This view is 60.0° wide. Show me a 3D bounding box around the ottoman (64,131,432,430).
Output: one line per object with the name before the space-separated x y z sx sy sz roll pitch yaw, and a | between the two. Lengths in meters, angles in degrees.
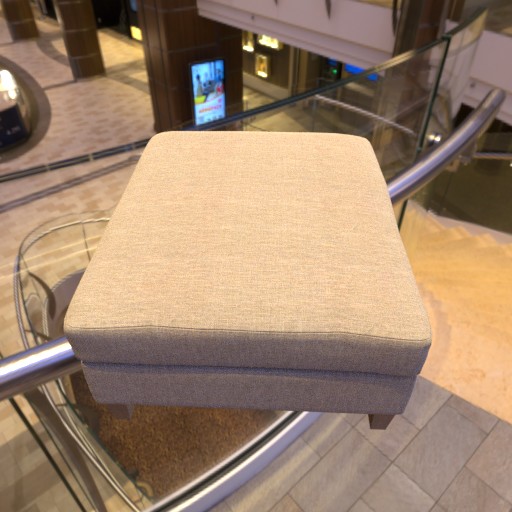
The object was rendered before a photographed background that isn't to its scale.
ottoman | 0.000 0.000 1.436 0.836 0.492 0.976 2 41 2
